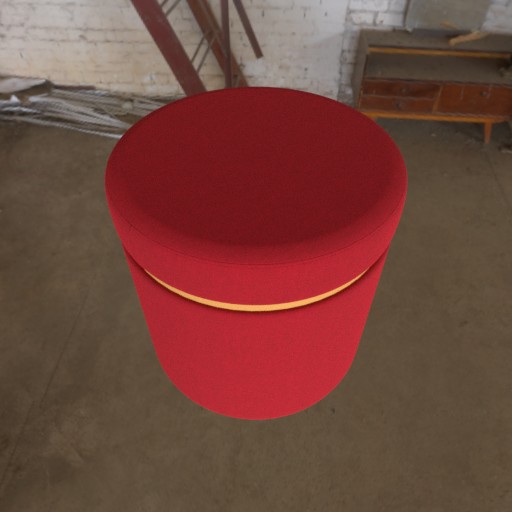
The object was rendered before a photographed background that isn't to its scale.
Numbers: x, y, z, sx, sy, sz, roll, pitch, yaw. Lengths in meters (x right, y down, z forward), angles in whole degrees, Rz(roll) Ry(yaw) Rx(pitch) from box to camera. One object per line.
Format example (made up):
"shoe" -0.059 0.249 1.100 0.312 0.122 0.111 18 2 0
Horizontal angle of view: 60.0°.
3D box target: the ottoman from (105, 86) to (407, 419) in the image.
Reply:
"ottoman" 0.000 0.000 0.733 0.400 0.406 0.400 0 47 0
